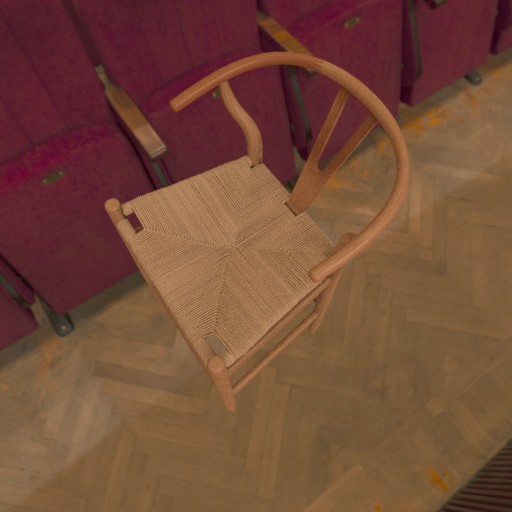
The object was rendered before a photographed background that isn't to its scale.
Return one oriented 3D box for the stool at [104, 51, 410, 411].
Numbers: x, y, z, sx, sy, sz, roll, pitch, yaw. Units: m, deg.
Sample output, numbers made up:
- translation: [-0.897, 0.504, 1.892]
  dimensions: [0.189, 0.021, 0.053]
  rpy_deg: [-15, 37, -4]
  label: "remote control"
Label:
- translation: [0.000, 0.000, 1.257]
  dimensions: [0.575, 0.923, 0.536]
  rpy_deg: [-32, 68, -15]
  label: "stool"
